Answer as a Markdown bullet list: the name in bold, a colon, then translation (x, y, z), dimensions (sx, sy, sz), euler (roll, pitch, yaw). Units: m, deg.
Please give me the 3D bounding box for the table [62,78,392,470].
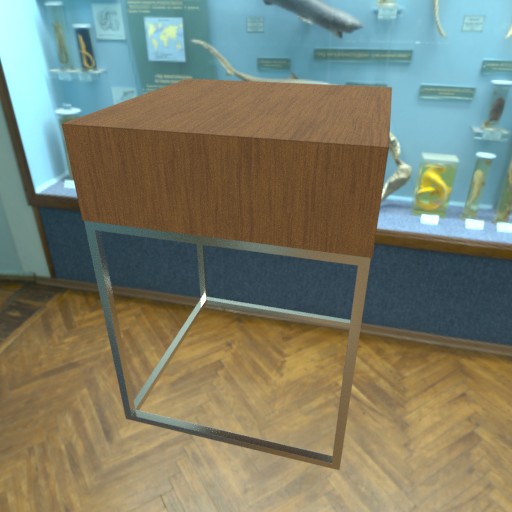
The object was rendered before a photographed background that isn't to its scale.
- **table**: translation (0.000, 0.000, 0.810), dimensions (0.398, 0.540, 0.397), euler (8, 31, 13)
